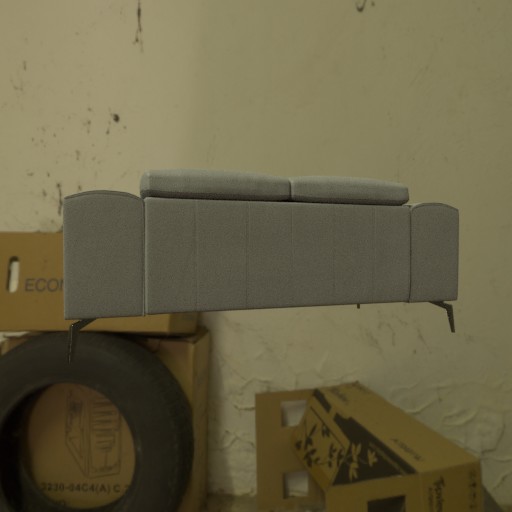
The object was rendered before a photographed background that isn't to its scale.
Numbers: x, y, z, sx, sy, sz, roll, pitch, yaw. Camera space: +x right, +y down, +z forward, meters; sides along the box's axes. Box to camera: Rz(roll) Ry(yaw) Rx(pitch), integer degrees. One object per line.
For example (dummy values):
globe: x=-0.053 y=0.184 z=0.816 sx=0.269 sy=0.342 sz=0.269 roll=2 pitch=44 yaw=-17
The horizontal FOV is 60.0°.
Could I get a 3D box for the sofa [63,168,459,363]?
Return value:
sofa: x=0.000 y=0.000 z=2.428 sx=1.895 sy=0.779 sz=1.003 roll=0 pitch=1 yaw=-19
